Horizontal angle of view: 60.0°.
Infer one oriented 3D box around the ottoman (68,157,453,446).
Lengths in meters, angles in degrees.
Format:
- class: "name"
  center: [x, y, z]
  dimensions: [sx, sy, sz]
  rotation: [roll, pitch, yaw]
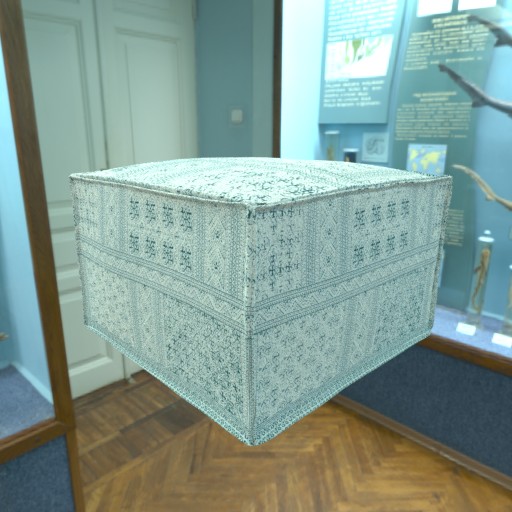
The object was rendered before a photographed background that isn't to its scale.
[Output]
- class: "ottoman"
  center: [0.000, 0.000, 1.034]
  dimensions: [0.617, 0.439, 0.626]
  rotation: [-14, 21, -42]
